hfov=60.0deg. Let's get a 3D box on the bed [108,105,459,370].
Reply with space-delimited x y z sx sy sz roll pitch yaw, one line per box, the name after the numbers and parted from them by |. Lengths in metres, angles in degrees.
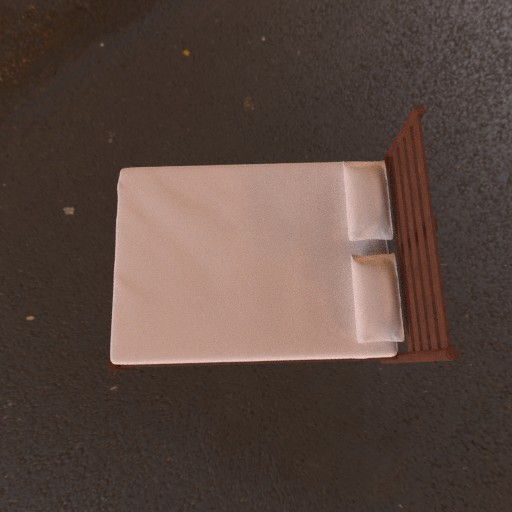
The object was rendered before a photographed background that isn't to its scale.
0.000 0.000 3.117 2.093 1.304 1.509 -2 76 0 | bed
